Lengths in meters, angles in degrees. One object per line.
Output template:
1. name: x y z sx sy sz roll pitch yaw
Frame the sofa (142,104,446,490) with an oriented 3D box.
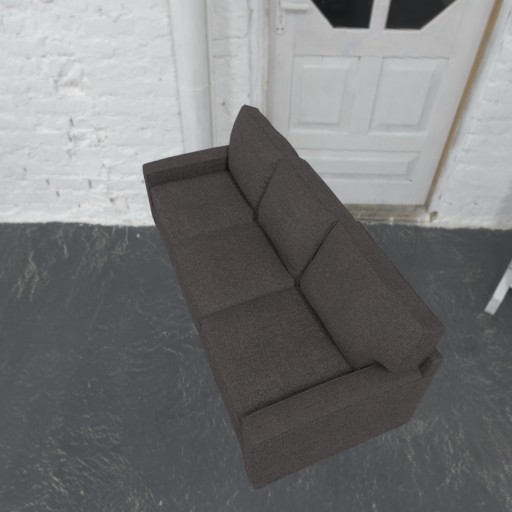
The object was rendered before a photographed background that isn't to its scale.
1. sofa: 0.000 0.000 2.898 1.004 0.978 2.369 -16 48 -15
